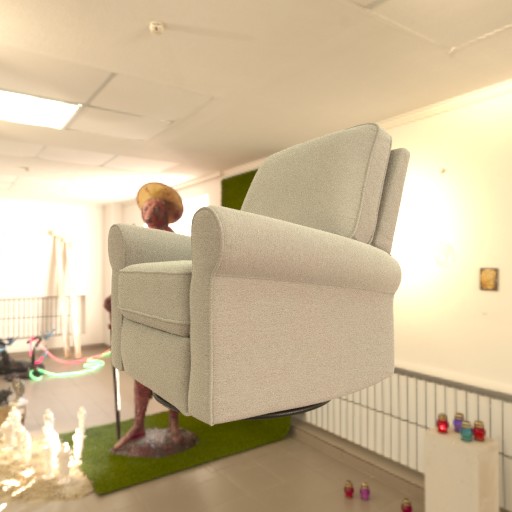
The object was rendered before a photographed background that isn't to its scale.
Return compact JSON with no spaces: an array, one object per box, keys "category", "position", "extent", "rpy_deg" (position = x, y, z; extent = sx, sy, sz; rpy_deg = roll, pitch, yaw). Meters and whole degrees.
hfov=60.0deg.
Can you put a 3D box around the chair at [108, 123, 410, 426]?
[{"category":"chair","position":[0.000,0.000,1.635],"extent":[0.878,0.960,0.890],"rpy_deg":[0,-1,-35]}]
